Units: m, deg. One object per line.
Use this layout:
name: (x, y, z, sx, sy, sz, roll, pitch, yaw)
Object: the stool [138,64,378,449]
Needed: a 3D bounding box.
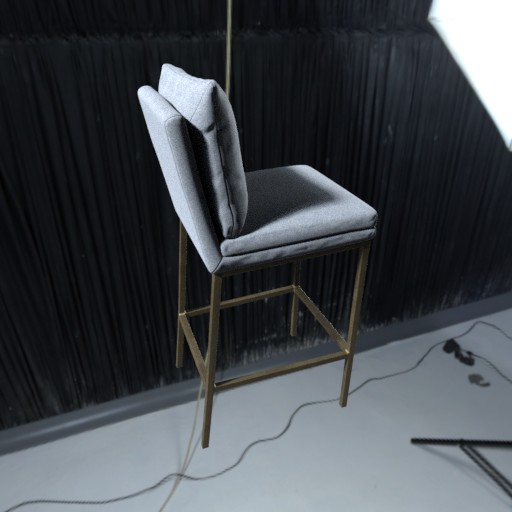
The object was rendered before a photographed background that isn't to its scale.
stool: (0.000, 0.000, 1.428, 0.569, 1.130, 0.463, -11, 31, -18)
